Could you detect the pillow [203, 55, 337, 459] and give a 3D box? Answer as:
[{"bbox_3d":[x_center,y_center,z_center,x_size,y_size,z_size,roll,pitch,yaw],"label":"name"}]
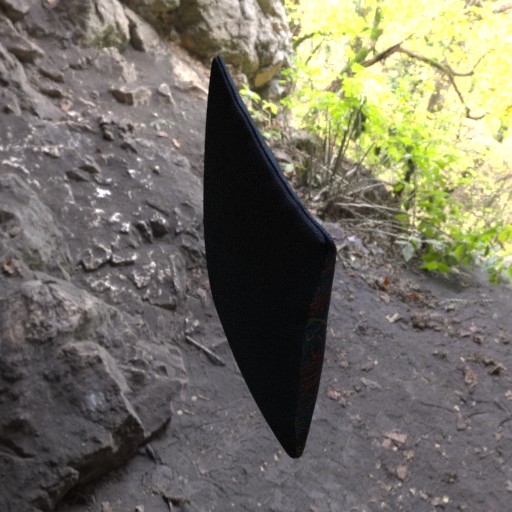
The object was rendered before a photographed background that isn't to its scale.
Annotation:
[{"bbox_3d":[0.000,0.000,0.644,0.141,0.431,0.431,-11,46,-11],"label":"pillow"}]
